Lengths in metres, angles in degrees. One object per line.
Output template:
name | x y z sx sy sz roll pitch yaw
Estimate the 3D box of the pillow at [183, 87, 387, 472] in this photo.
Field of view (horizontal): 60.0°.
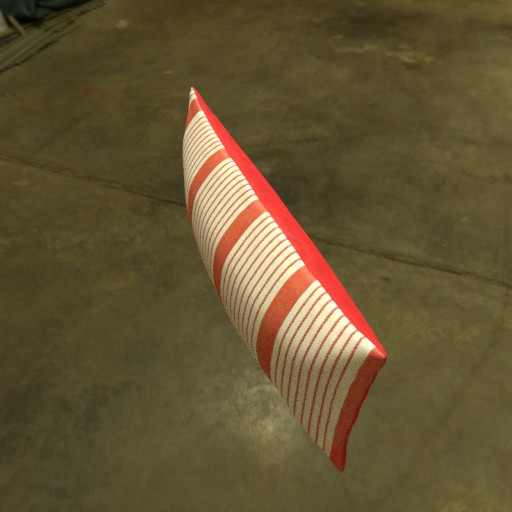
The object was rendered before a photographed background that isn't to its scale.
pillow | 0.000 0.000 0.708 0.151 0.297 0.608 -17 48 -16
